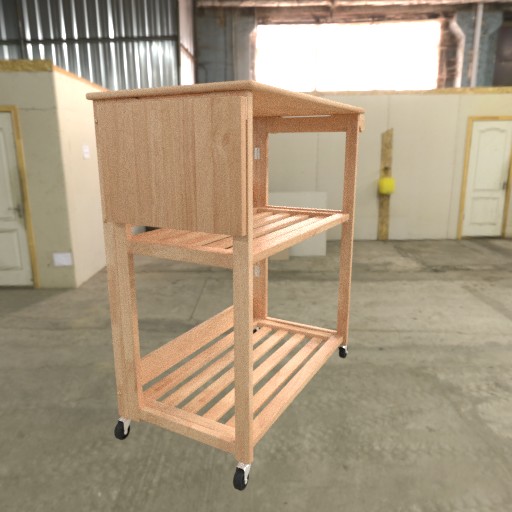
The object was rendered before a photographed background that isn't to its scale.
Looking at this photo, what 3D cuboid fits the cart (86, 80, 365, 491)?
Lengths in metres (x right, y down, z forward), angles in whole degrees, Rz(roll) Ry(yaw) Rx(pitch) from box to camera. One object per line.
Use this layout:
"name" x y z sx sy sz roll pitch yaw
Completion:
"cart" 0.000 0.000 1.344 0.432 0.879 0.853 8 16 28
